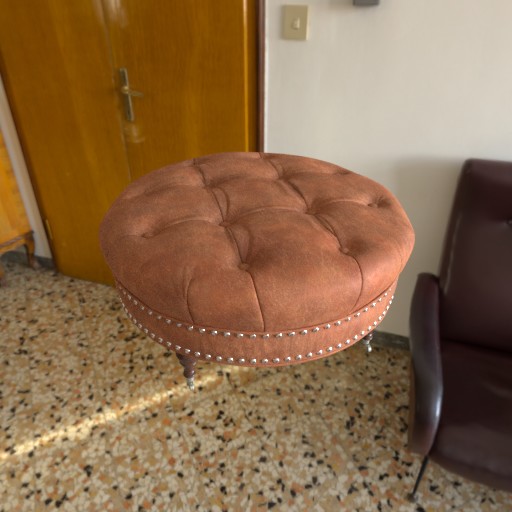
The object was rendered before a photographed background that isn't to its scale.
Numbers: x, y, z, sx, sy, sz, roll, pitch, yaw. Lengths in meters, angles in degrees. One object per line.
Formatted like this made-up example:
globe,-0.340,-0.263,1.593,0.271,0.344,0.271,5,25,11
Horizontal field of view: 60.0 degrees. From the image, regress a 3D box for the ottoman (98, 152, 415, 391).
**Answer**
ottoman,0.000,0.000,1.381,0.901,0.444,0.901,0,32,0
